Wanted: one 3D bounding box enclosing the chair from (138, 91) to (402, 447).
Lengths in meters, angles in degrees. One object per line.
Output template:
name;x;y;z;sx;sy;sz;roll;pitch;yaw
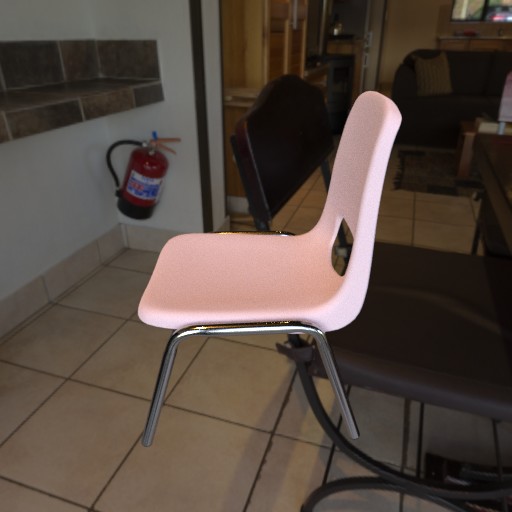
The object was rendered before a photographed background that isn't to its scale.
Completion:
chair;0.000;0.000;0.773;0.385;0.536;0.354;0;27;0
